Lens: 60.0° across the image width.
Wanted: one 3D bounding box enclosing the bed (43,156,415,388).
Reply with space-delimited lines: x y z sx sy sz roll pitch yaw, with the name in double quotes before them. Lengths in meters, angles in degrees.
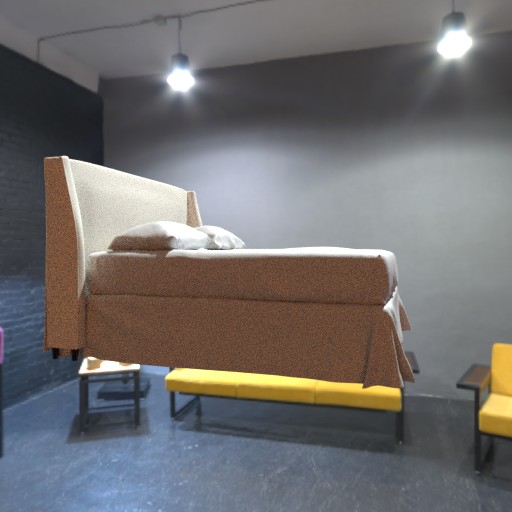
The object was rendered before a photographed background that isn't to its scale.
"bed" 0.000 0.000 3.393 2.276 1.332 1.925 0 1 19
